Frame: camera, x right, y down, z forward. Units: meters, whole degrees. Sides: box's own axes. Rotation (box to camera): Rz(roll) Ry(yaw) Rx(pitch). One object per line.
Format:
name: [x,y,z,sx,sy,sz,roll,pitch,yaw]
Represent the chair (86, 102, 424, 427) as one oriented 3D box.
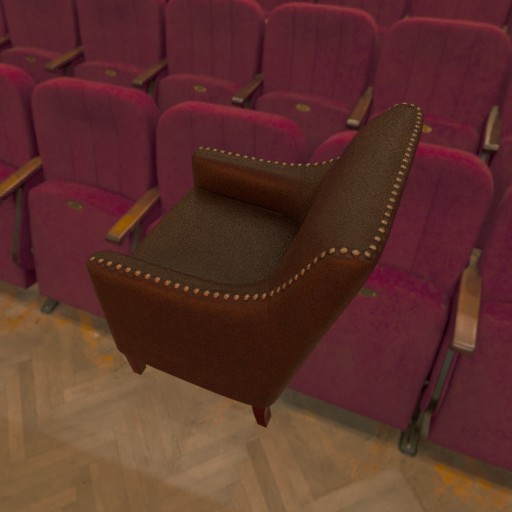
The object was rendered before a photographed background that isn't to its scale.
chair: [0.000,0.000,1.301,0.704,0.813,0.639,17,47,16]
